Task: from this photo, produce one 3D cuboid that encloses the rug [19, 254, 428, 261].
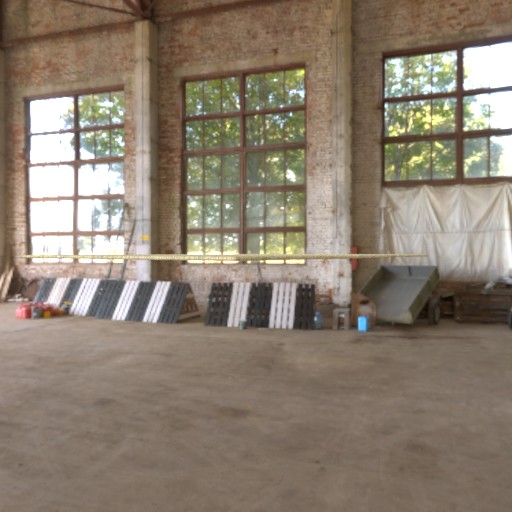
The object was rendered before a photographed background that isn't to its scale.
[{"bbox_3d":[0.000,0.000,2.317,1.243,0.014,1.846,0,1,37],"label":"rug"}]
